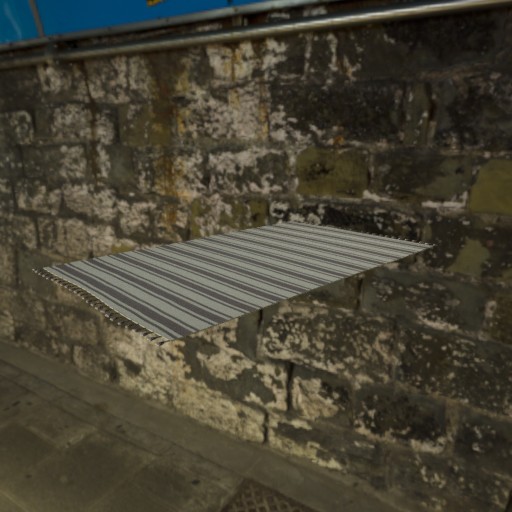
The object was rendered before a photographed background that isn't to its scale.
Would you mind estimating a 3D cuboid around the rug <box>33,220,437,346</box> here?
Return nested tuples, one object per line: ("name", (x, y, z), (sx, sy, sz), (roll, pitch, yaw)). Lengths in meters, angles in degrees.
("rug", (0.000, 0.000, 2.591), (2.096, 0.011, 1.229), (-14, 20, -42))
